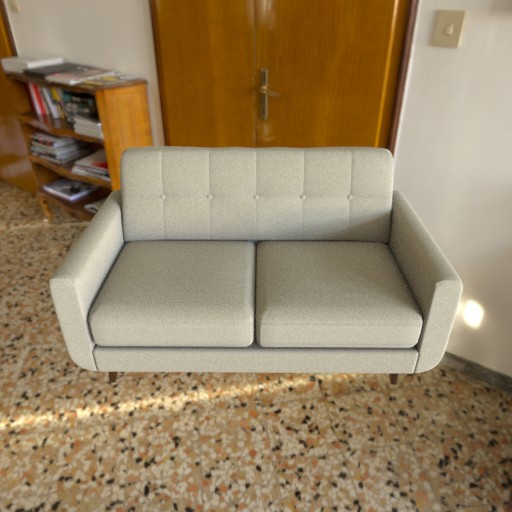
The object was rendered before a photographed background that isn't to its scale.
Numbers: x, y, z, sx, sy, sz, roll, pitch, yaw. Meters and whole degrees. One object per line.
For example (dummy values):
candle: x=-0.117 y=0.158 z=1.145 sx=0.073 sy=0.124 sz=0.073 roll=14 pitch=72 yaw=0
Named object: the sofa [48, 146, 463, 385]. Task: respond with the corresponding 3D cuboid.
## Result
sofa: x=0.000 y=0.000 z=2.227 sx=1.655 sy=0.892 sz=0.980 roll=0 pitch=31 yaw=0
